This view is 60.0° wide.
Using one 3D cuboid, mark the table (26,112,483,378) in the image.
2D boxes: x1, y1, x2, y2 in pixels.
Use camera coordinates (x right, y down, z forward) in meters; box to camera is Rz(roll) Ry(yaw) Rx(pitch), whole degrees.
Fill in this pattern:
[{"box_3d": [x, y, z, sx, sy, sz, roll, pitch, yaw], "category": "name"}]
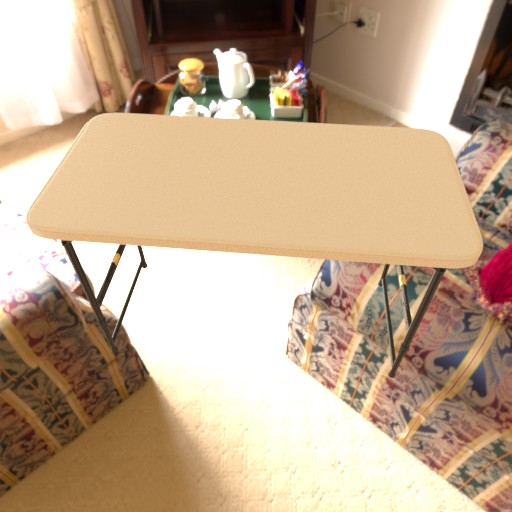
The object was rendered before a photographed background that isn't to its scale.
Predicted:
[{"box_3d": [0.000, 0.000, 1.600, 1.219, 0.737, 0.610, 4, 47, 4], "category": "table"}]
